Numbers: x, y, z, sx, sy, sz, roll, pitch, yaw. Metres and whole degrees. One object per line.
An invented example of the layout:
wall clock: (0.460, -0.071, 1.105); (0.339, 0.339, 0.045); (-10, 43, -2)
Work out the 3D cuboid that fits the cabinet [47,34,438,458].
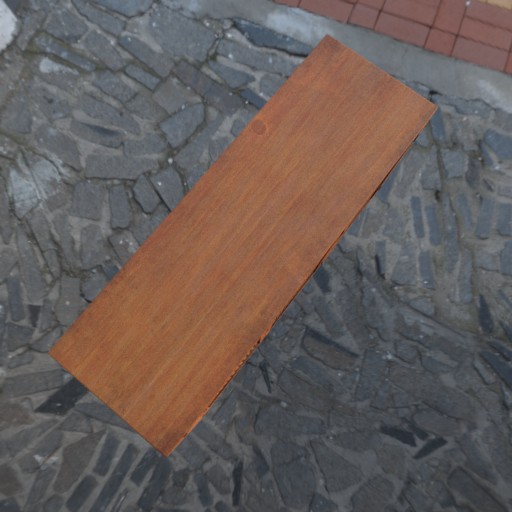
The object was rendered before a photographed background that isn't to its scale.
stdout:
cabinet: (0.000, 0.000, 1.598); (0.403, 0.805, 1.204); (38, 80, 8)
